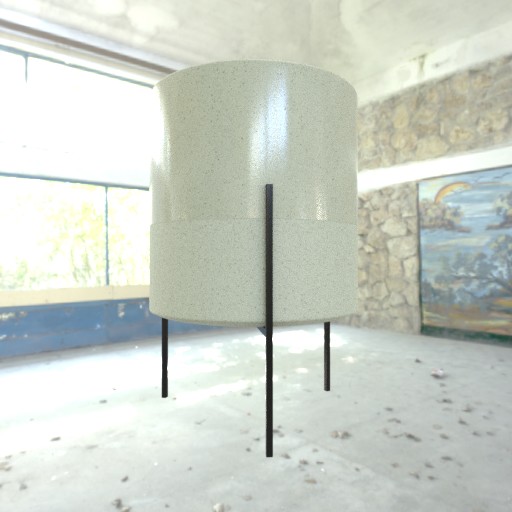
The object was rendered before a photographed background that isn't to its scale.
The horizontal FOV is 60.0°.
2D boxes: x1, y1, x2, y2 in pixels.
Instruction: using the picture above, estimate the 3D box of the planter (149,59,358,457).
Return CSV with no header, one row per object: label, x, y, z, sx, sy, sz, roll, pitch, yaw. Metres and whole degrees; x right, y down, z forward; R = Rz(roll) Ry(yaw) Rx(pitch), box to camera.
planter,0.000,0.000,0.689,0.323,0.475,0.314,0,-1,-37
